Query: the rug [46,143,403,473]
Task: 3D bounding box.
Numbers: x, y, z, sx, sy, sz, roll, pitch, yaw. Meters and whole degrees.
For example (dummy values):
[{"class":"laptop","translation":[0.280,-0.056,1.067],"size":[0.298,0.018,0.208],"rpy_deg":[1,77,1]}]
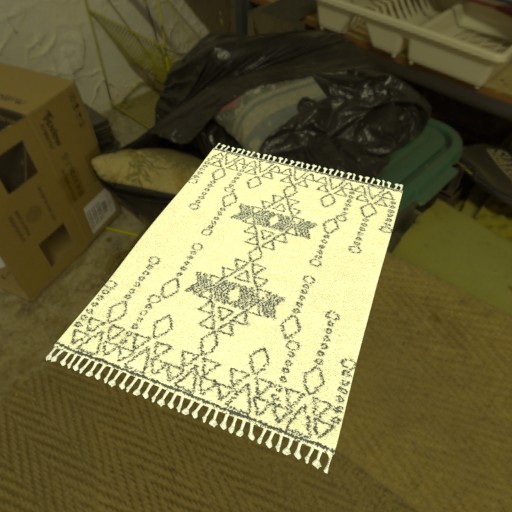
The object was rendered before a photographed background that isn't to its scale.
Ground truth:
[{"class":"rug","translation":[0.000,0.000,3.891],"size":[2.125,0.028,3.027],"rpy_deg":[16,49,14]}]
